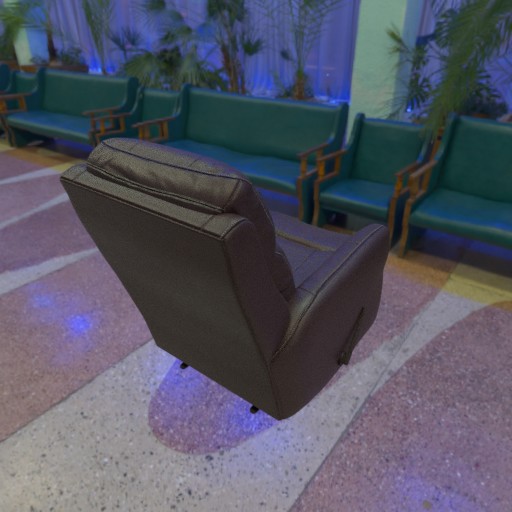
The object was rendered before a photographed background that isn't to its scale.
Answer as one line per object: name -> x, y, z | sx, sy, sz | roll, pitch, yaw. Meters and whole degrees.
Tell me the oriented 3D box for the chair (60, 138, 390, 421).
chair -> 0.000, 0.000, 1.743 | 0.829, 1.030, 1.080 | 21, 36, 32
